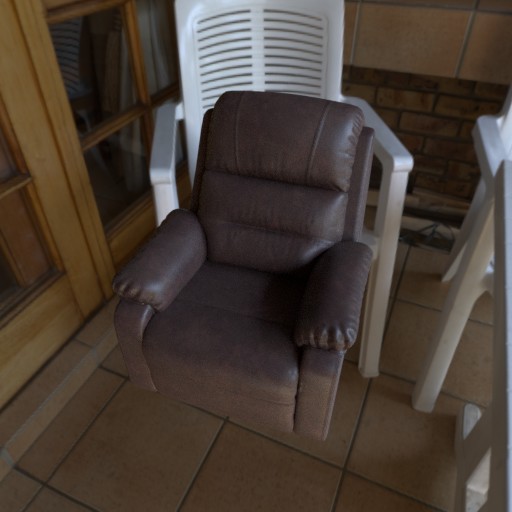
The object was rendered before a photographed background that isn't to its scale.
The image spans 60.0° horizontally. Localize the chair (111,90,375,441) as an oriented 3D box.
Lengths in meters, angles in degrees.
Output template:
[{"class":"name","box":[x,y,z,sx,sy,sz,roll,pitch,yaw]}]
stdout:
[{"class":"chair","box":[0.000,0.000,1.706,0.855,0.992,0.919,12,41,14]}]
